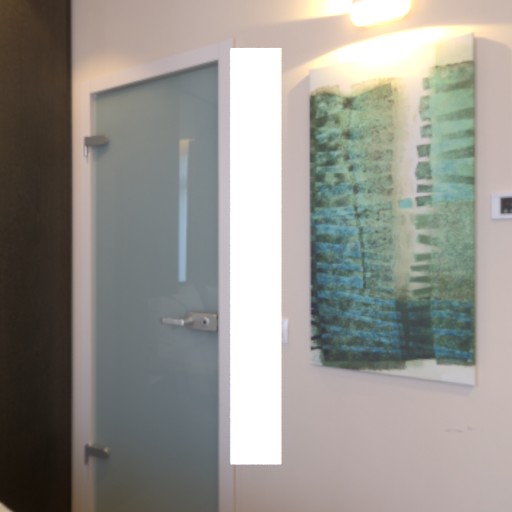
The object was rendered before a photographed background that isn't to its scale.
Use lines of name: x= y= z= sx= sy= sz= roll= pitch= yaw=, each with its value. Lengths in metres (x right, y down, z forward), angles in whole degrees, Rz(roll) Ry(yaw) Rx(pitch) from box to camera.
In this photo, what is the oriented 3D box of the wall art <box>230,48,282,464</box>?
wall art: x=0.000 y=0.000 z=0.476 sx=0.038 sy=0.305 sz=0.305 roll=0 pitch=0 yaw=0
